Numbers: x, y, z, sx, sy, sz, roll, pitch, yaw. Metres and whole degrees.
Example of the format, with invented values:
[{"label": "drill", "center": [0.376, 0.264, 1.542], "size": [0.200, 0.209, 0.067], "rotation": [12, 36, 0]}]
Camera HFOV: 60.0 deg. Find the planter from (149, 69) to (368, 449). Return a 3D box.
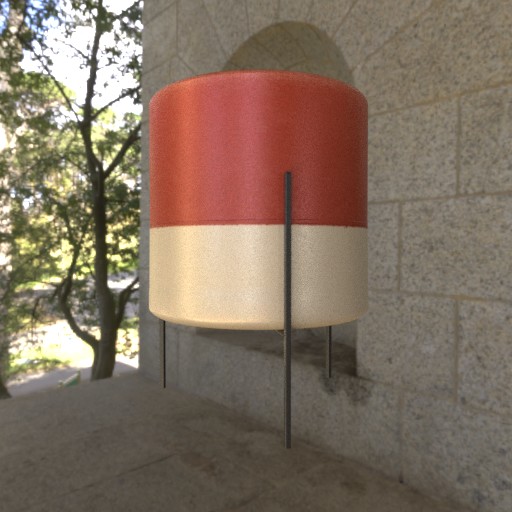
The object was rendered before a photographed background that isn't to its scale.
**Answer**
[{"label": "planter", "center": [0.000, 0.000, 0.717], "size": [0.354, 0.465, 0.345], "rotation": [0, 1, 19]}]
